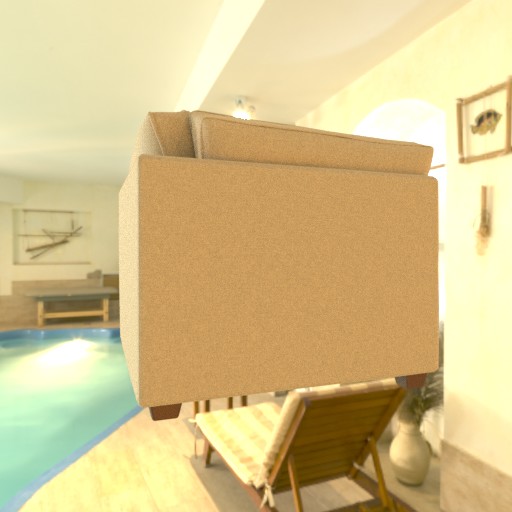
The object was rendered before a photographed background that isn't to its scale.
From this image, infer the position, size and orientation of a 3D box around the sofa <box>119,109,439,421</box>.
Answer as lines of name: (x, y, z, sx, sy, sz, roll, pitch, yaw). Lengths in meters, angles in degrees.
sofa: (0.000, 0.000, 1.849, 1.050, 0.937, 1.042, 0, 1, -20)
